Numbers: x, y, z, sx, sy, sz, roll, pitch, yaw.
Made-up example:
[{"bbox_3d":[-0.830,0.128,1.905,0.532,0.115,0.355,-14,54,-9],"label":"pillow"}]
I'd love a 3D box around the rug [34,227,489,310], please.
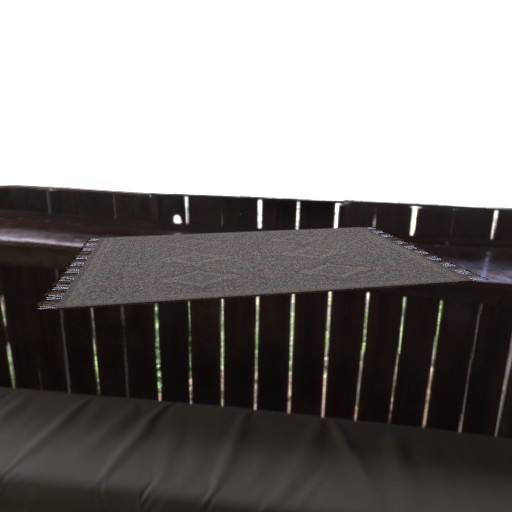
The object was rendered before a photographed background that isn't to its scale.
[{"bbox_3d":[0.000,0.000,3.030,2.434,0.010,1.516,-3,16,-10],"label":"rug"}]
